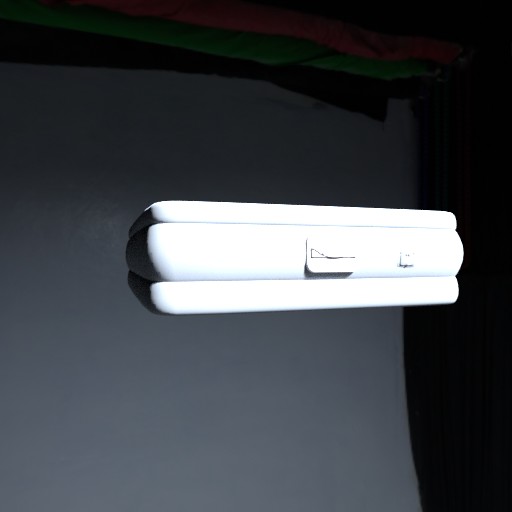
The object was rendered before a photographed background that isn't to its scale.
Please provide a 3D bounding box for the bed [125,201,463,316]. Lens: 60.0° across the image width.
[{"bbox_3d":[0.000,0.000,2.757,1.520,0.460,2.036,0,0,-19],"label":"bed"}]
